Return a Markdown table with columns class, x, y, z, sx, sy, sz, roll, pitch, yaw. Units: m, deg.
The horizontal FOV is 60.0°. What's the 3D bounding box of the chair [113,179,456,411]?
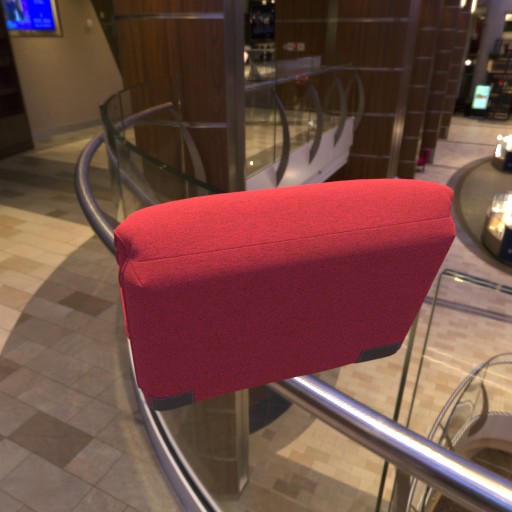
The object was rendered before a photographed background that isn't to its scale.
| class | x | y | z | sx | sy | sz | roll | pitch | yaw |
| --- | --- | --- | --- | --- | --- | --- | --- | --- | --- |
| chair | 0.000 | 0.000 | 1.357 | 0.820 | 0.580 | 0.780 | -9 | 28 | -17 |
